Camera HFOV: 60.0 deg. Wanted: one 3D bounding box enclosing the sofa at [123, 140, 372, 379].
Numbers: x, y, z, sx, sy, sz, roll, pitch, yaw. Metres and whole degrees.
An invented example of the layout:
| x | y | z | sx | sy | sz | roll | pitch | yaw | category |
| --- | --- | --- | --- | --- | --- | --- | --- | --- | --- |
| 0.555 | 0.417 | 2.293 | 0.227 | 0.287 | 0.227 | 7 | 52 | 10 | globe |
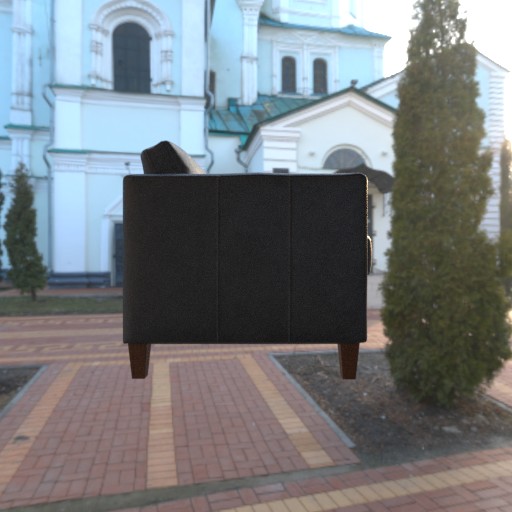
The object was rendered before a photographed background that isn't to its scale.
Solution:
| x | y | z | sx | sy | sz | roll | pitch | yaw | category |
| --- | --- | --- | --- | --- | --- | --- | --- | --- | --- |
| 0.000 | 0.000 | 2.956 | 1.045 | 1.006 | 2.464 | 0 | 0 | 1 | sofa |
